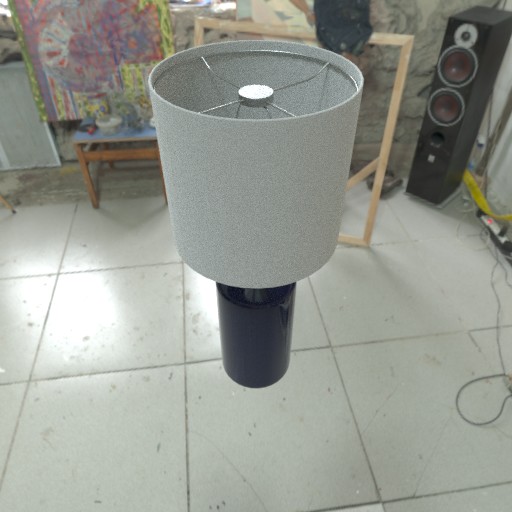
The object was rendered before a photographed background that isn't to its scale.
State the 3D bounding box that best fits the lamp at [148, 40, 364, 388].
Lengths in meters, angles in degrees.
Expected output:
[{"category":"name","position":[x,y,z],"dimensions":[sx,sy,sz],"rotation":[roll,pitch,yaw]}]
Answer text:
[{"category":"lamp","position":[0.000,0.000,0.607],"dimensions":[0.212,0.493,0.212],"rotation":[-27,49,-27]}]
